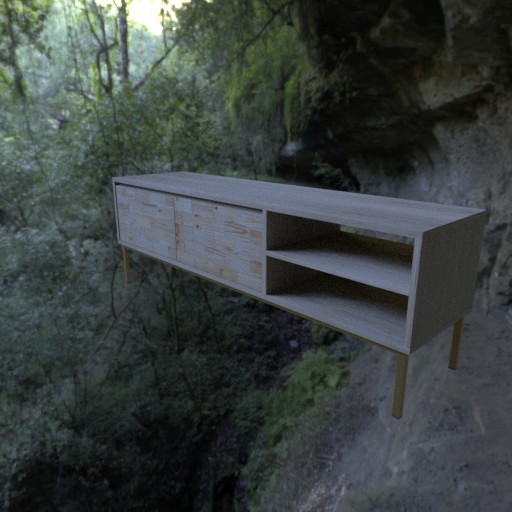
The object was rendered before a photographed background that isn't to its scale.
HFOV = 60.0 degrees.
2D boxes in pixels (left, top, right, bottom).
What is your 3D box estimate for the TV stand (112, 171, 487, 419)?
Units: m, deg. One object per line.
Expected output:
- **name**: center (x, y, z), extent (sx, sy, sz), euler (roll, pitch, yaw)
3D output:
- **TV stand**: center (0.000, 0.000, 1.845), extent (0.420, 0.550, 1.600), euler (-15, 22, -42)
